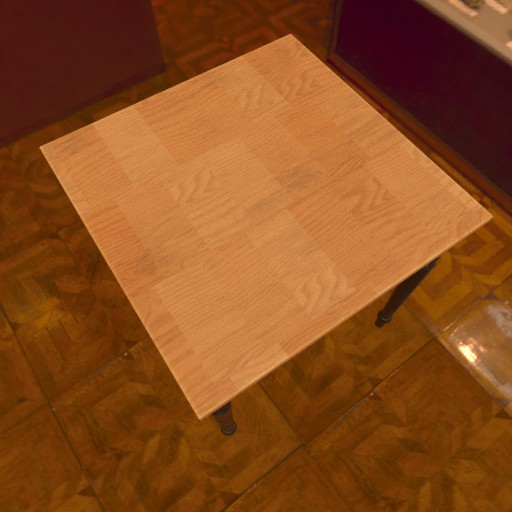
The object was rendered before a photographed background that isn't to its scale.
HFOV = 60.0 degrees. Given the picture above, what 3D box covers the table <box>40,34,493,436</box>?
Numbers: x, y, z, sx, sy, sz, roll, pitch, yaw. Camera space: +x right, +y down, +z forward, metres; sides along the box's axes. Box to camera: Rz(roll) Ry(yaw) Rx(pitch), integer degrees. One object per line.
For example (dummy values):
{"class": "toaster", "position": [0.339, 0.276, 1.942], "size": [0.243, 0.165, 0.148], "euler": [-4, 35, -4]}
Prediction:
{"class": "table", "position": [0.000, 0.000, 1.339], "size": [0.747, 0.738, 0.747], "euler": [-31, 66, -15]}
